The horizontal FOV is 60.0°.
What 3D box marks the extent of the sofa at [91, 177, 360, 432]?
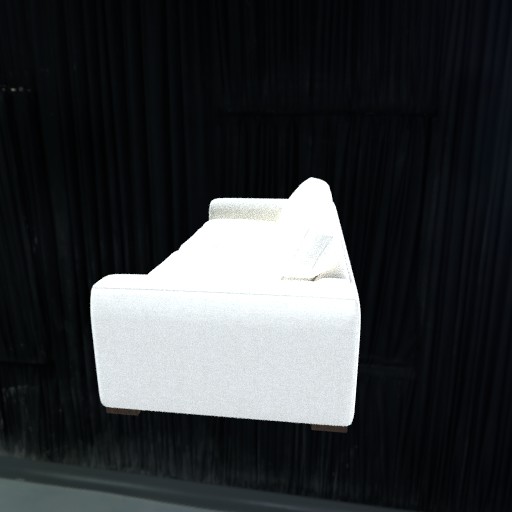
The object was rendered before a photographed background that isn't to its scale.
[{"bbox_3d":[0.000,0.000,2.750,1.070,0.801,2.262,2,16,7],"label":"sofa"}]
